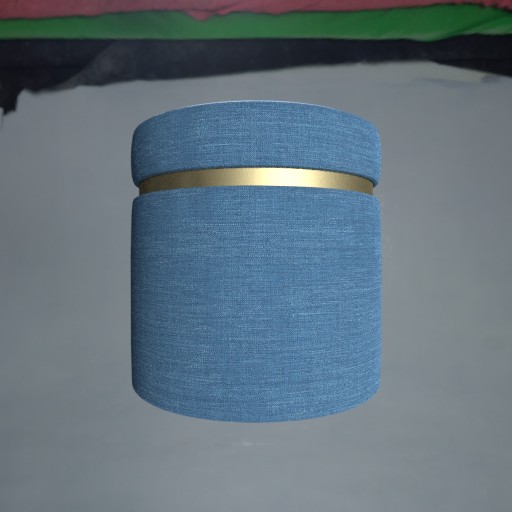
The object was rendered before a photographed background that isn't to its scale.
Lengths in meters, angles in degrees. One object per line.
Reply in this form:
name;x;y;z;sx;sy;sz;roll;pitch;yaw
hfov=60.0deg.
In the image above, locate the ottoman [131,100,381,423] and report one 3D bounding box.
ottoman;0.000;0.000;0.731;0.398;0.406;0.398;0;1;0
